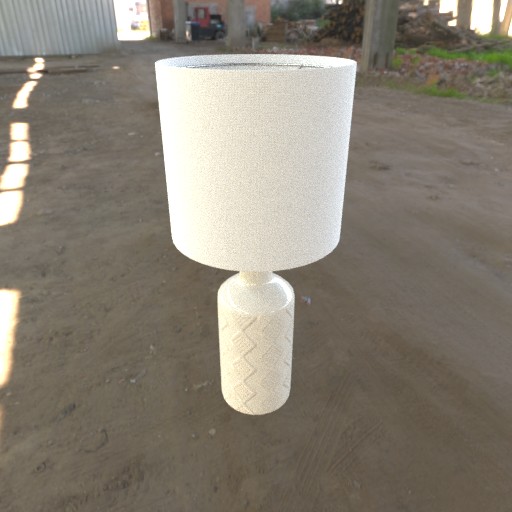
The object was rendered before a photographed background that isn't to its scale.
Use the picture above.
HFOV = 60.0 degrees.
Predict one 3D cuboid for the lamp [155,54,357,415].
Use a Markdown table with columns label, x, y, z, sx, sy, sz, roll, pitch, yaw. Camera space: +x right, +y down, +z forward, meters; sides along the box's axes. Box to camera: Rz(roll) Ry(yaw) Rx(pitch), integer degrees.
| label | x | y | z | sx | sy | sz | roll | pitch | yaw |
| --- | --- | --- | --- | --- | --- | --- | --- | --- | --- |
| lamp | 0.000 | 0.000 | 0.570 | 0.207 | 0.461 | 0.207 | 18 | 33 | 30 |
